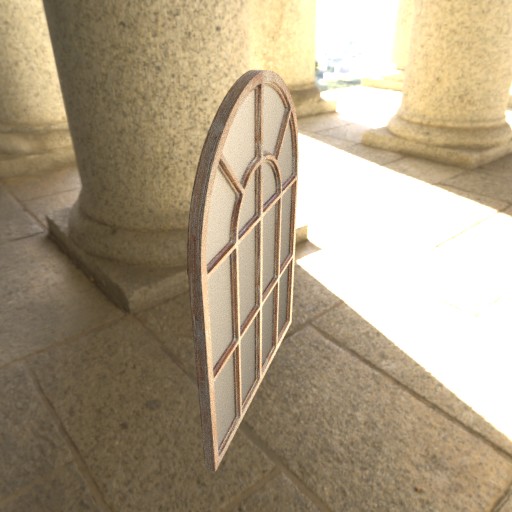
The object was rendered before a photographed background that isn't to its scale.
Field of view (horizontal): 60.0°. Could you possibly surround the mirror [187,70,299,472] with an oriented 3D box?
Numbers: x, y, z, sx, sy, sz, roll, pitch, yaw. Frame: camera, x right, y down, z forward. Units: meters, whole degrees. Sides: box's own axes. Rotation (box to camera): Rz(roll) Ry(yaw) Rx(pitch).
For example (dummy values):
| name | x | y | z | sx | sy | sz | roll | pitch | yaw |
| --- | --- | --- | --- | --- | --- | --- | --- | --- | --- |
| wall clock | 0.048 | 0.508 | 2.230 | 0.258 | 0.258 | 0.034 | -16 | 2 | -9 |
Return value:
| name | x | y | z | sx | sy | sz | roll | pitch | yaw |
| --- | --- | --- | --- | --- | --- | --- | --- | --- | --- |
| mirror | 0.000 | 0.000 | 1.183 | 0.032 | 0.920 | 0.660 | 11 | 31 | 18 |
